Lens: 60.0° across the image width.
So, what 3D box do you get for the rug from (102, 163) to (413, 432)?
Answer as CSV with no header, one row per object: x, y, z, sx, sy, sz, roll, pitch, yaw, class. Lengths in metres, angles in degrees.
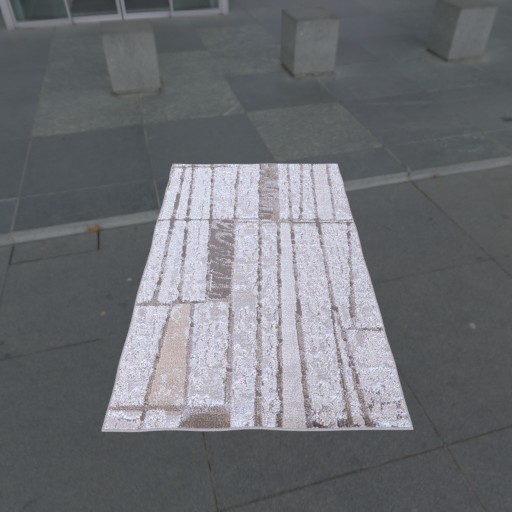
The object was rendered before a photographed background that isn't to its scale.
0.000,0.000,1.052,0.515,0.007,0.867,0,41,0,rug
